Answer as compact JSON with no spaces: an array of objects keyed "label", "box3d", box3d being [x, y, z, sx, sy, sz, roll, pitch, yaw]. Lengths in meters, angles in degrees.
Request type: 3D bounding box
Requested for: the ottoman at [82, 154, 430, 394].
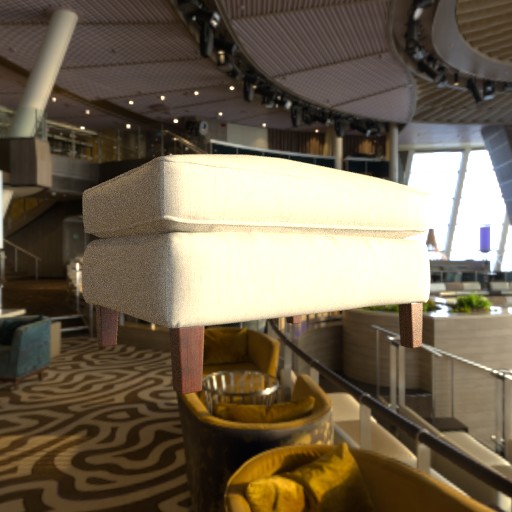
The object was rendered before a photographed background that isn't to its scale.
[{"label":"ottoman","box3d":[0.000,0.000,0.997,0.665,0.406,0.501,0,0,-35]}]
